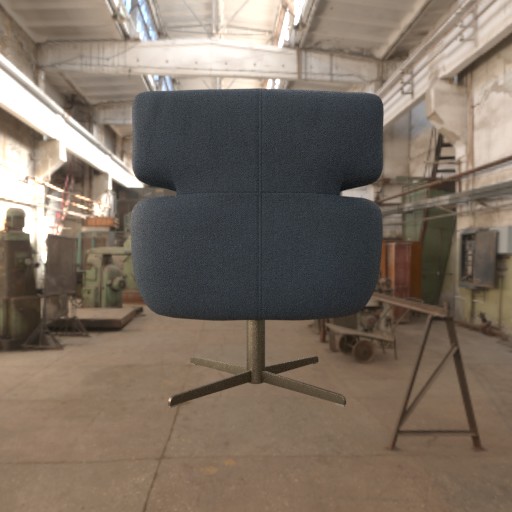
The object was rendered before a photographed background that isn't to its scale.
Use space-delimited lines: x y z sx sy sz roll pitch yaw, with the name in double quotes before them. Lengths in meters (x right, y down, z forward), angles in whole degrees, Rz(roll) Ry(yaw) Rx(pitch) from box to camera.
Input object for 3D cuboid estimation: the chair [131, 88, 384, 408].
"chair" 0.000 0.000 1.405 0.738 0.813 0.761 0 0 -1
